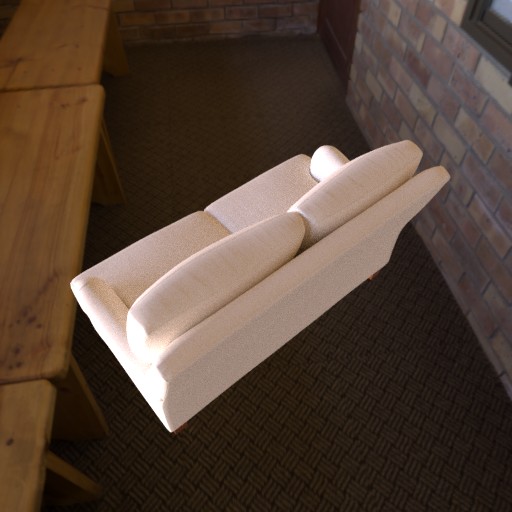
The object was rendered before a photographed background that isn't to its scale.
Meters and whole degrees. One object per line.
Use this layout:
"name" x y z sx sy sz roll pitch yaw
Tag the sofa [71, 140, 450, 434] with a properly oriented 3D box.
"sofa" 0.000 0.000 2.526 1.853 1.101 1.084 -33 56 -26
